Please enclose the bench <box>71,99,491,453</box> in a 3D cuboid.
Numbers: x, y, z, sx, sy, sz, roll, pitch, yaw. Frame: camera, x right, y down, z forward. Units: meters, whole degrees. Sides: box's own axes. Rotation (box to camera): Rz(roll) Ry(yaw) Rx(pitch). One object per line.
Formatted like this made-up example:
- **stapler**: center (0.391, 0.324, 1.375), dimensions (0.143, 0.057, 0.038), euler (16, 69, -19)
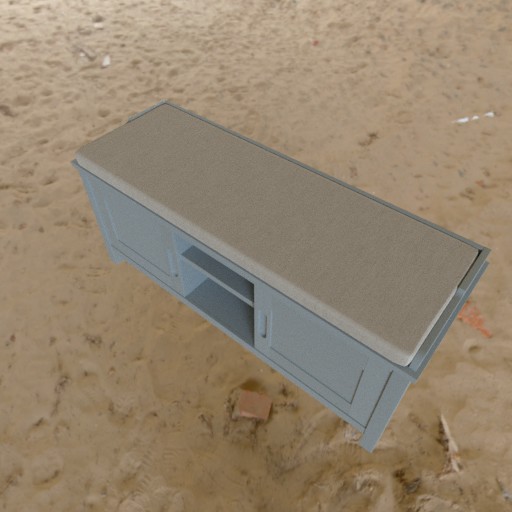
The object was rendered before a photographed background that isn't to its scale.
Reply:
- **bench**: center (0.000, 0.000, 1.364), dimensions (1.140, 0.501, 0.398), euler (31, 55, 25)
